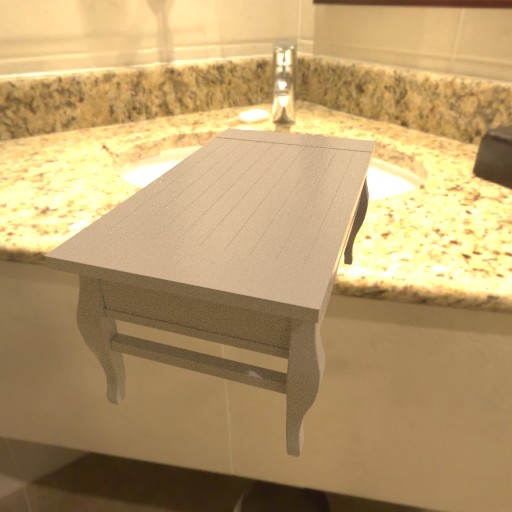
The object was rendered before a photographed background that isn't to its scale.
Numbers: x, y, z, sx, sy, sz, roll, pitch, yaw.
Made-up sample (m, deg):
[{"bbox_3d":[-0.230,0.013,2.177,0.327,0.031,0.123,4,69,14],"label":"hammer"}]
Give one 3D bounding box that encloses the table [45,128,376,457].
[{"bbox_3d":[0.000,0.000,1.409,0.600,0.495,1.062,10,32,16],"label":"table"}]
